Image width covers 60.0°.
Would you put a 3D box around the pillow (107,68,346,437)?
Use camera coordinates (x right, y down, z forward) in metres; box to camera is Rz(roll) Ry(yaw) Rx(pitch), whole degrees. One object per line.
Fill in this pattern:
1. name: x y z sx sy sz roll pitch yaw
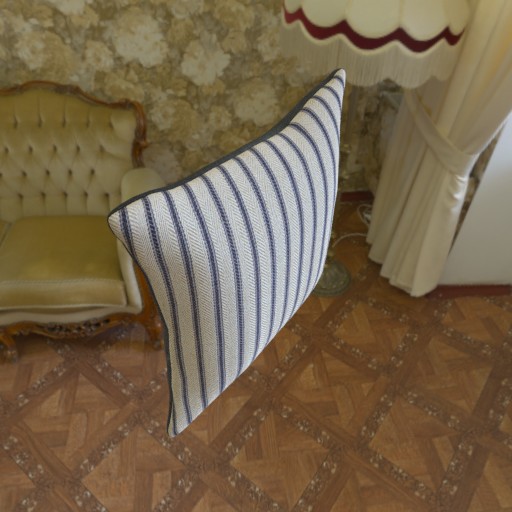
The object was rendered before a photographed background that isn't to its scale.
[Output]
1. pillow: 0.000 0.000 0.693 0.138 0.444 0.468 26 49 26
